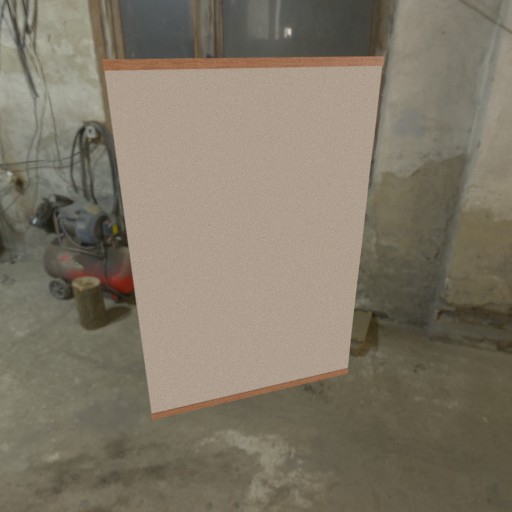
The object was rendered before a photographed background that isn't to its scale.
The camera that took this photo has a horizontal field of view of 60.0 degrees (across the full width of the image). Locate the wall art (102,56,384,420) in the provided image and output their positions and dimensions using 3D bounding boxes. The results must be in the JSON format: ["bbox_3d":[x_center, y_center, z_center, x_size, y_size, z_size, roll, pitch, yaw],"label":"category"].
[{"bbox_3d":[0.000,0.000,1.865,1.019,1.527,0.019,-8,27,-16],"label":"wall art"}]
